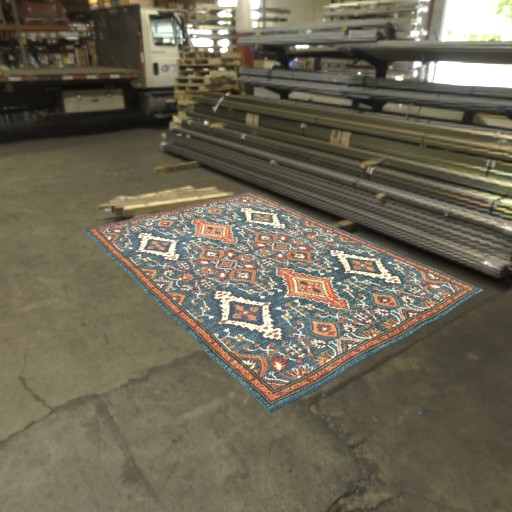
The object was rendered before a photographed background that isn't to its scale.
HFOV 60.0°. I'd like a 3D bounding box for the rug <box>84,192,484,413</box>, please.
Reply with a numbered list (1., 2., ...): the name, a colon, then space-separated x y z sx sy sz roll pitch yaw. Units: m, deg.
1. rug: 0.000 0.000 3.027 1.622 0.009 2.373 -18 31 -32
